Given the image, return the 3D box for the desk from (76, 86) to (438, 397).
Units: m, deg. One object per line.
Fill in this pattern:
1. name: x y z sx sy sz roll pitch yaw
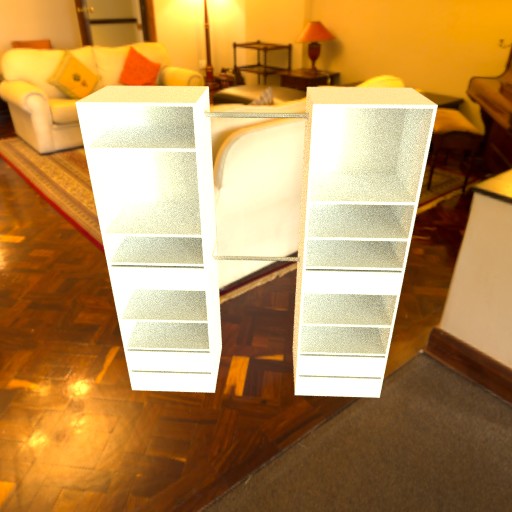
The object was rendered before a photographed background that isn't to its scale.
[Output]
1. desk: 0.000 0.000 2.875 1.770 2.000 0.480 1 30 2
